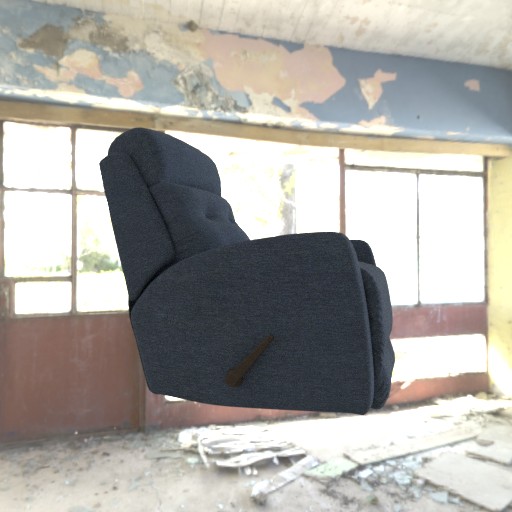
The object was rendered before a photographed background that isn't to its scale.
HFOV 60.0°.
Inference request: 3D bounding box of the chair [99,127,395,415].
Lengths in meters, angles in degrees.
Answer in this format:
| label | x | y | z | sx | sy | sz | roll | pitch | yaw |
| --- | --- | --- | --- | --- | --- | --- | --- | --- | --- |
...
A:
| label | x | y | z | sx | sy | sz | roll | pitch | yaw |
| --- | --- | --- | --- | --- | --- | --- | --- | --- | --- |
| chair | 0.000 | 0.000 | 1.757 | 1.043 | 1.013 | 0.798 | 0 | 0 | 20 |
